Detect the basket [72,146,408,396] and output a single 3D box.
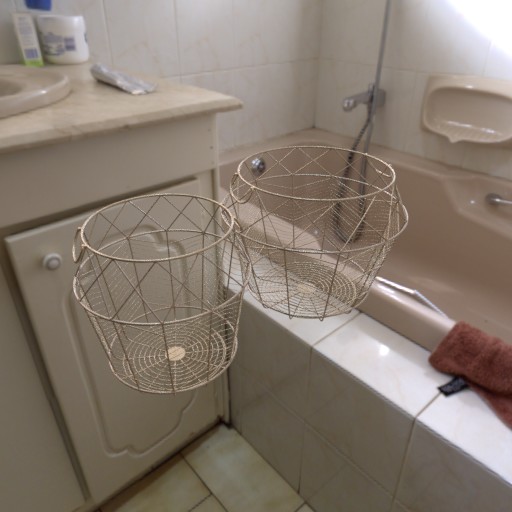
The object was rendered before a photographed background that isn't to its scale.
[{"bbox_3d":[0.000,0.000,1.029,0.805,0.343,0.451,-22,37,-33],"label":"basket"}]
